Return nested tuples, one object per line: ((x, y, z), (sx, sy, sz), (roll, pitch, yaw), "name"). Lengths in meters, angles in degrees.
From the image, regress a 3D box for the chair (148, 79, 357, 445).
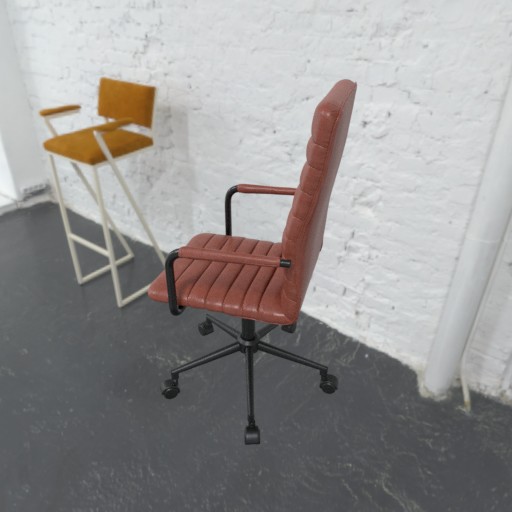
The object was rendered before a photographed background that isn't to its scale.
((0.000, 0.000, 1.343), (0.580, 0.979, 0.608), (8, 31, 14), "chair")
